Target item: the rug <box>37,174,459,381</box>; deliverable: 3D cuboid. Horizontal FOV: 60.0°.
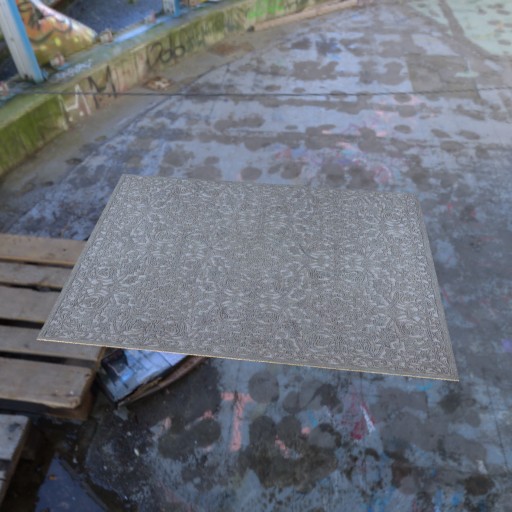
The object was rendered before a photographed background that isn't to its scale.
[{"bbox_3d":[0.000,0.000,2.316,1.827,0.006,1.221,5,47,4],"label":"rug"}]
